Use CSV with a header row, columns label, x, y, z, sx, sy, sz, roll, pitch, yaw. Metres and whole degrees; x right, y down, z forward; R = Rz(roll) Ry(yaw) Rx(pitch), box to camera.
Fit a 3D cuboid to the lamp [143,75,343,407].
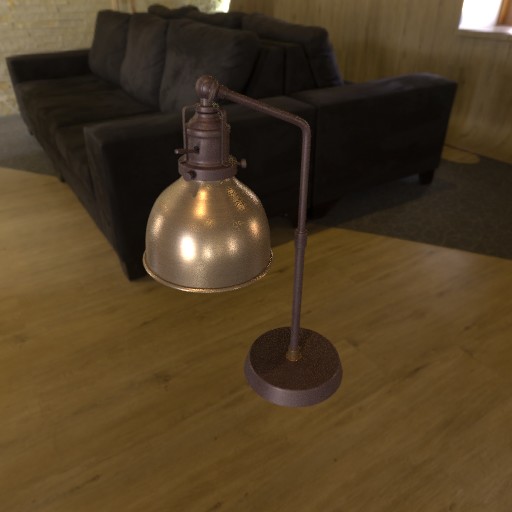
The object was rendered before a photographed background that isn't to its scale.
label,x,y,z,sx,sy,sz,roll,pitch,yaw
lamp,0.000,0.000,0.605,0.298,0.469,0.175,-8,32,-14
